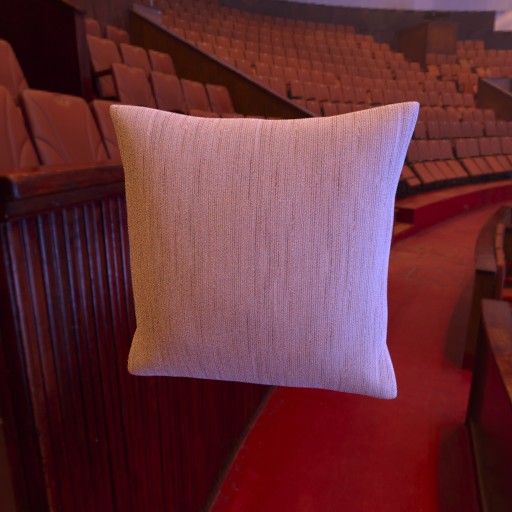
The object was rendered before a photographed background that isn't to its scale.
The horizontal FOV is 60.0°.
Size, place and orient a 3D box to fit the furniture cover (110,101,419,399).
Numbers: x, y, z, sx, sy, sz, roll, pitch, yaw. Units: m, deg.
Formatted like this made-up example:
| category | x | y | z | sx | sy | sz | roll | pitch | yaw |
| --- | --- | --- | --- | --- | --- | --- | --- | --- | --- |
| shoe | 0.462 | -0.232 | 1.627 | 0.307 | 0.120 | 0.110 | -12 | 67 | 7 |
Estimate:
| category | x | y | z | sx | sy | sz | roll | pitch | yaw |
| --- | --- | --- | --- | --- | --- | --- | --- | --- | --- |
| furniture cover | 0.000 | 0.000 | 0.773 | 0.512 | 0.506 | 0.178 | 3 | 16 | 9 |
